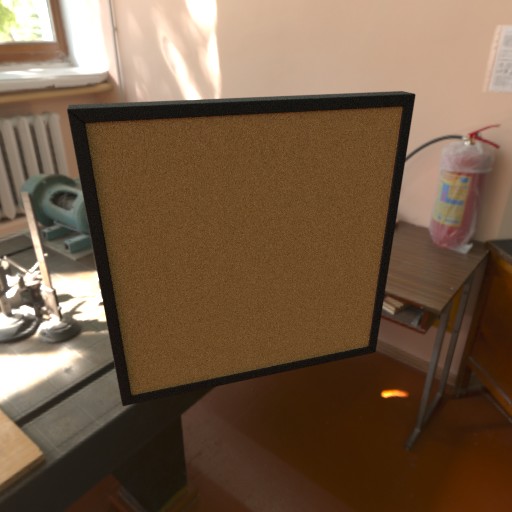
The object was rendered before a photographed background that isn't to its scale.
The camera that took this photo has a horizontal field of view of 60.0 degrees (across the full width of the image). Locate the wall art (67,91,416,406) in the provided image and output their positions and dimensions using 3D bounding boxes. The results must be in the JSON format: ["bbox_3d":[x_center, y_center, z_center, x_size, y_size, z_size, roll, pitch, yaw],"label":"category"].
[{"bbox_3d":[0.000,0.000,0.753,0.508,0.508,0.037,-8,28,-15],"label":"wall art"}]
